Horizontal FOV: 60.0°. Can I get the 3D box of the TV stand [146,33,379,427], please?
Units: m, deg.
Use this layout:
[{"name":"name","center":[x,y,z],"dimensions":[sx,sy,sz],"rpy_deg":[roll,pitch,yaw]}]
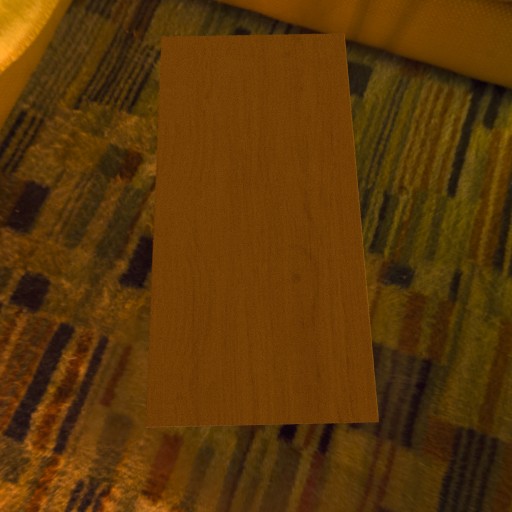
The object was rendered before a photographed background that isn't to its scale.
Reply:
[{"name":"TV stand","center":[0.000,0.000,1.299],"dimensions":[0.430,0.787,0.851],"rpy_deg":[-1,75,0]}]
